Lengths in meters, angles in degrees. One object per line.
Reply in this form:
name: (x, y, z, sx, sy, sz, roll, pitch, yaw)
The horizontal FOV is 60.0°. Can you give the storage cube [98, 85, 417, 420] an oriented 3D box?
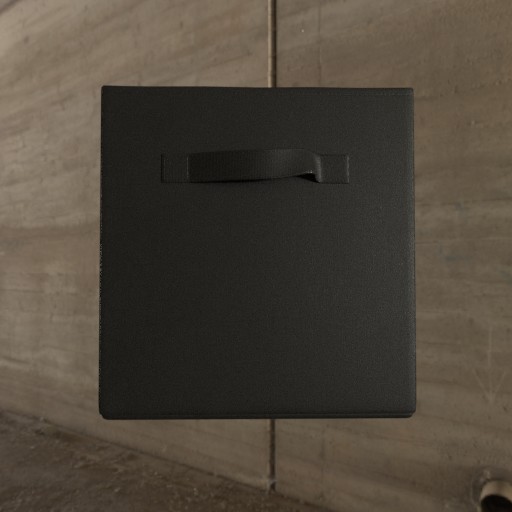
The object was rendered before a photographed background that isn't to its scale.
storage cube: (0.000, 0.000, 0.487, 0.270, 0.280, 0.270, 0, -1, -1)
